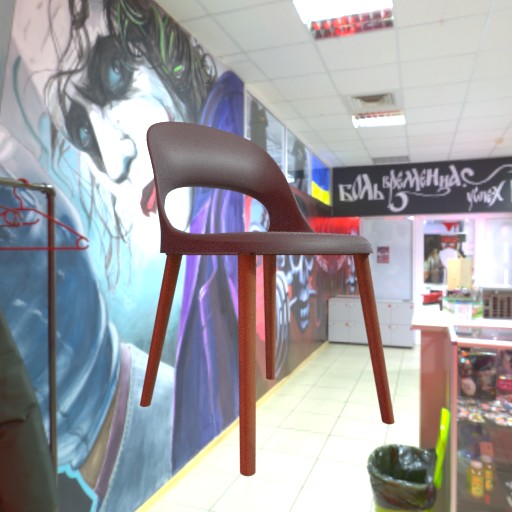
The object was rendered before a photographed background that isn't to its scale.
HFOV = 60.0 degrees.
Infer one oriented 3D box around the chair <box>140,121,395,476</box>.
[{"bbox_3d":[0.000,0.000,1.133,0.470,0.795,0.556,0,0,-37],"label":"chair"}]
